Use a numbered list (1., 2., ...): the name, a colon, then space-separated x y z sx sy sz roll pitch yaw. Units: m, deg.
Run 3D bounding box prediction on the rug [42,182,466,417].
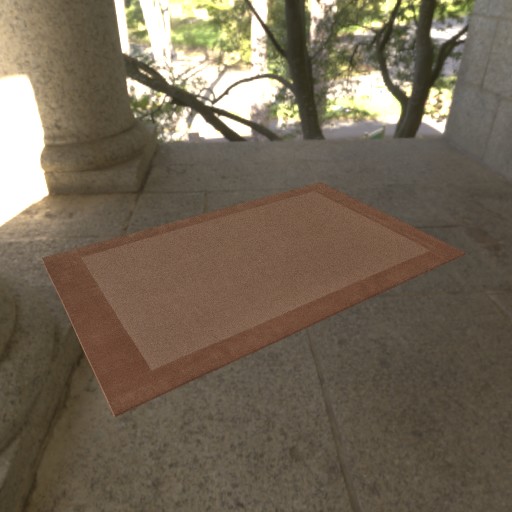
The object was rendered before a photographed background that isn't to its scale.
1. rug: 0.000 0.000 2.994 2.438 0.014 1.524 -19 36 -28
